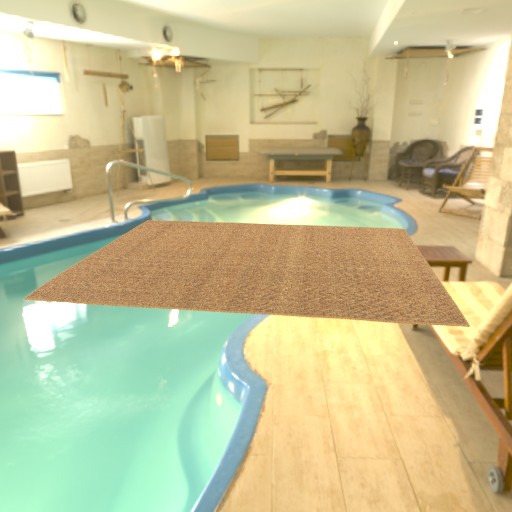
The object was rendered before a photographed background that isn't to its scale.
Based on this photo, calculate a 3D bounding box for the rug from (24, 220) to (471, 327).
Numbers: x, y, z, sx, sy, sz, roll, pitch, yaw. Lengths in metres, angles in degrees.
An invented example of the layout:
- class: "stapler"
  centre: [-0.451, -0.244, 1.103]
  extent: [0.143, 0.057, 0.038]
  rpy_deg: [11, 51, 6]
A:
- class: "rug"
  centre: [0.000, 0.000, 4.074]
  extent: [3.048, 0.013, 2.439]
  rpy_deg: [3, 18, 8]
